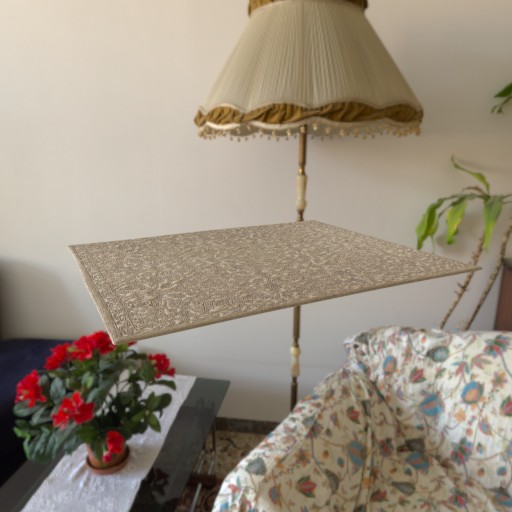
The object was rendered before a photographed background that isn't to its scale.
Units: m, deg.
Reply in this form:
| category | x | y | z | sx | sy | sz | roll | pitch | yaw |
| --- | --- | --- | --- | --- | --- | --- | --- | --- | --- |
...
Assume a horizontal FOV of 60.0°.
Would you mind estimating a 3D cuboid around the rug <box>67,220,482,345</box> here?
| category | x | y | z | sx | sy | sz | roll | pitch | yaw |
| --- | --- | --- | --- | --- | --- | --- | --- | --- | --- |
| rug | 0.000 | 0.000 | 4.091 | 3.017 | 0.035 | 2.472 | -8 | 17 | -27 |
